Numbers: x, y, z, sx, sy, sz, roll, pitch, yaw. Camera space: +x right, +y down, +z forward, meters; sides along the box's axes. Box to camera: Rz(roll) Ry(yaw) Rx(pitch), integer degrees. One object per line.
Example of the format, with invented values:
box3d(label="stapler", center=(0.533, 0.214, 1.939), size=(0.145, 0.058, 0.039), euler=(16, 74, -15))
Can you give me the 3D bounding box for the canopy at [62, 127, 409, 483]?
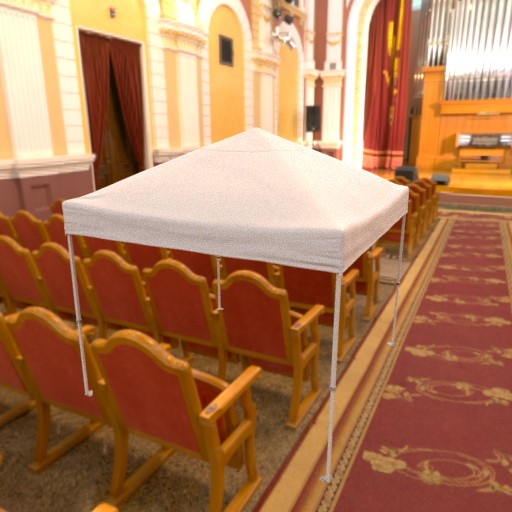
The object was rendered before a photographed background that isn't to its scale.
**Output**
box3d(label="canopy", center=(0.000, 0.000, 5.371), size=(2.998, 2.997, 2.996), euler=(8, 18, 26))
